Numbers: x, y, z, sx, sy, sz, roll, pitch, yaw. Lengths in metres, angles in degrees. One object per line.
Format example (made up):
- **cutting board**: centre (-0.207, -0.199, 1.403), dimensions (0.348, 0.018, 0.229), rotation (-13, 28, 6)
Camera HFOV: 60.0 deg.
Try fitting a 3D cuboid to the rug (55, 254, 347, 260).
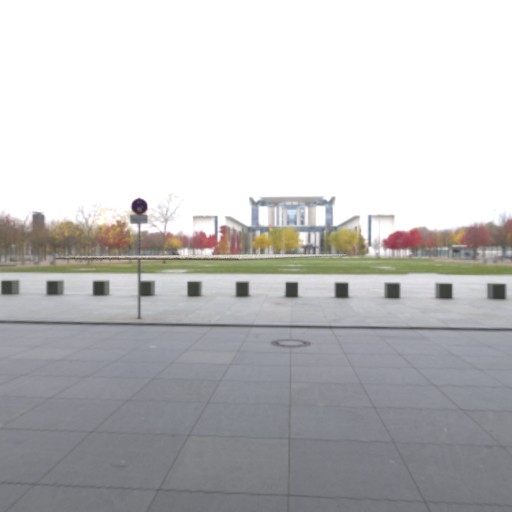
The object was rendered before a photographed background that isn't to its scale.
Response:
- **rug**: centre (0.000, 0.000, 2.698), dimensions (0.750, 0.009, 2.435), rotation (0, 0, 20)
